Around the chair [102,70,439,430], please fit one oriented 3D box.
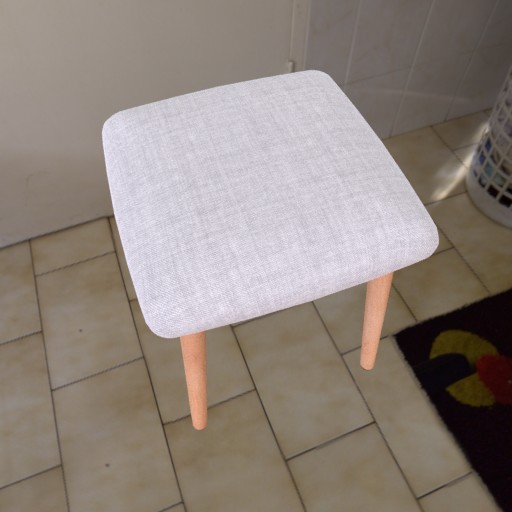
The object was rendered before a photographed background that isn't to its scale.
[{"bbox_3d":[0.000,0.000,0.697,0.350,0.440,0.350,-16,59,-10],"label":"chair"}]
